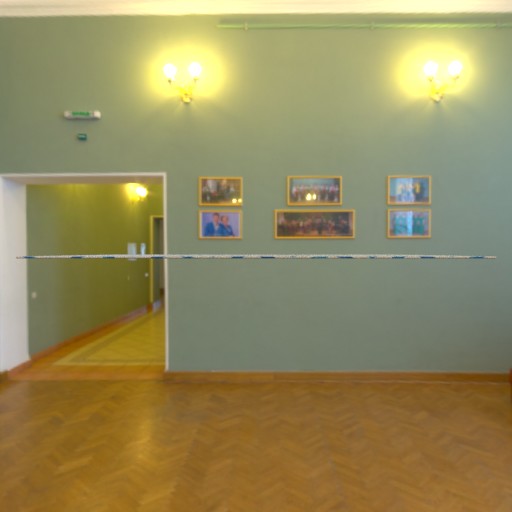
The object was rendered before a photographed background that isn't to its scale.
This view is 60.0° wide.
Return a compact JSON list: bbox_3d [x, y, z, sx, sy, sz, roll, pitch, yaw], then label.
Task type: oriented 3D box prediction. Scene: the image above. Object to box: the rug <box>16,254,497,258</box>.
[{"bbox_3d":[0.000,0.000,2.292,1.830,0.008,1.225,0,1,0],"label":"rug"}]
